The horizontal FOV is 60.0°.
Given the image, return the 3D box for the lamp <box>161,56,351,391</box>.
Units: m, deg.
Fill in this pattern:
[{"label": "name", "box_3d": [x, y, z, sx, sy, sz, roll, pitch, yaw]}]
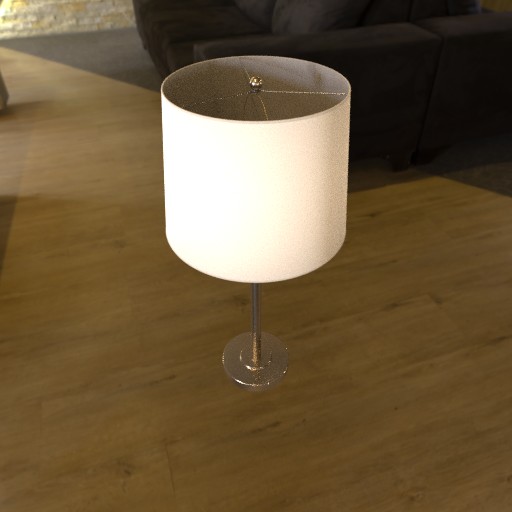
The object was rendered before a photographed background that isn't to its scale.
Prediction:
[{"label": "lamp", "box_3d": [0.000, 0.000, 0.883, 0.333, 0.696, 0.333, 0, 40, 0]}]
